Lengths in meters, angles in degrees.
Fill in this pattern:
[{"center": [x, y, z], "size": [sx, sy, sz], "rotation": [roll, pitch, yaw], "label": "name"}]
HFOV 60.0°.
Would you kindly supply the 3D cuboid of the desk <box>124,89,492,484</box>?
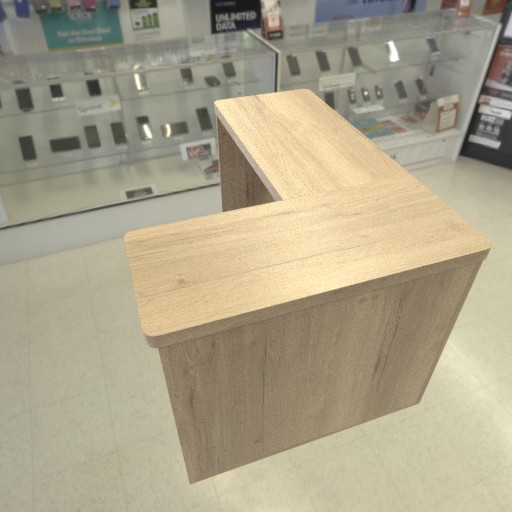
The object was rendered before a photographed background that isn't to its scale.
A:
[{"center": [0.000, 0.000, 1.689], "size": [0.900, 0.760, 1.169], "rotation": [-13, 43, -15], "label": "desk"}]
